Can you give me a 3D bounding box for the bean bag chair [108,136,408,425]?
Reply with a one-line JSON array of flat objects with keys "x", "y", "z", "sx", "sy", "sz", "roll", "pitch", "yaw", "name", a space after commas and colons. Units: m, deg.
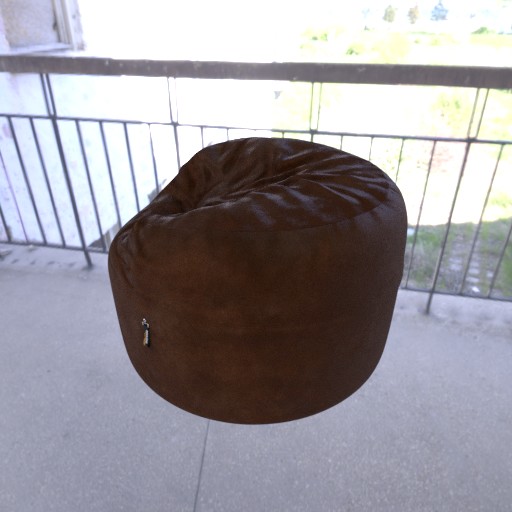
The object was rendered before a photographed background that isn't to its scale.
[{"x": 0.000, "y": 0.000, "z": 1.444, "sx": 0.918, "sy": 0.616, "sz": 0.918, "roll": 0, "pitch": 29, "yaw": 0, "name": "bean bag chair"}]
